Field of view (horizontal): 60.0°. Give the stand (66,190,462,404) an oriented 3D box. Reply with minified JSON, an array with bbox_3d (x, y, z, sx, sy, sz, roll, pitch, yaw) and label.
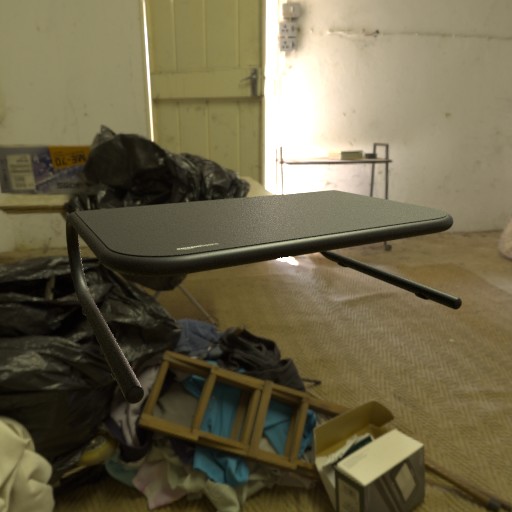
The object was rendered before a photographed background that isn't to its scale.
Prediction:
[{"bbox_3d":[0.000,0.000,0.507,0.370,0.108,0.280,-9,18,-28],"label":"stand"}]
